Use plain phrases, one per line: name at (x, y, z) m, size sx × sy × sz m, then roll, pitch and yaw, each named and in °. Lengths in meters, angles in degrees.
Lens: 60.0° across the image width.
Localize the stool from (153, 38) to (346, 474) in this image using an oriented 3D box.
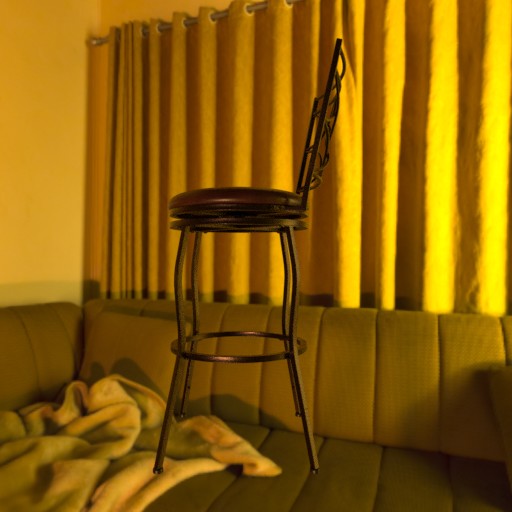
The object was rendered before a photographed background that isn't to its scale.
stool at (0.000, 0.000, 1.350) m, size 0.534 × 1.117 × 0.434 m, roll 0°, pitch 0°, yaw 0°
